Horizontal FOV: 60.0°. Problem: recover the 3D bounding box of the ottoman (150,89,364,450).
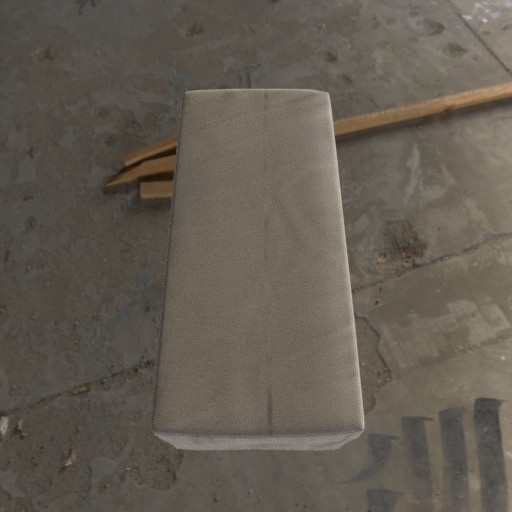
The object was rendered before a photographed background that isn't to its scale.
[{"bbox_3d":[0.000,0.000,1.738,0.665,0.457,1.388,0,63,0],"label":"ottoman"}]
